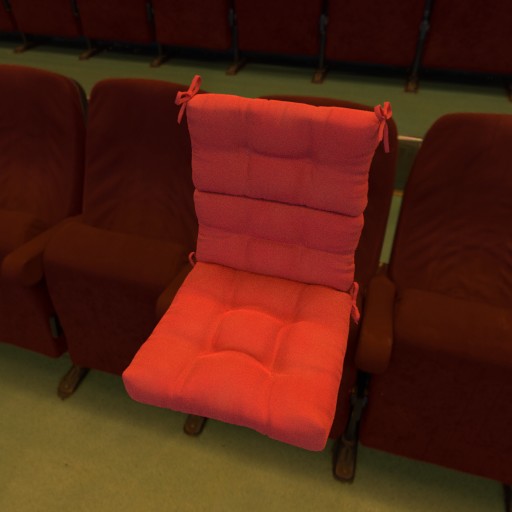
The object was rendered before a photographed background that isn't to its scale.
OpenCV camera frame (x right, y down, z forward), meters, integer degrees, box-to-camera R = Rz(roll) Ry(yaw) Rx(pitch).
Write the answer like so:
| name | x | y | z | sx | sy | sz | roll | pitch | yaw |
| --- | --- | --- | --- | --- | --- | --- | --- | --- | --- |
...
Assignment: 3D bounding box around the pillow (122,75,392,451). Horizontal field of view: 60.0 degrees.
| name | x | y | z | sx | sy | sz | roll | pitch | yaw |
| --- | --- | --- | --- | --- | --- | --- | --- | --- | --- |
| pillow | 0.000 | 0.000 | 1.019 | 0.519 | 0.605 | 0.571 | 11 | 41 | 13 |
